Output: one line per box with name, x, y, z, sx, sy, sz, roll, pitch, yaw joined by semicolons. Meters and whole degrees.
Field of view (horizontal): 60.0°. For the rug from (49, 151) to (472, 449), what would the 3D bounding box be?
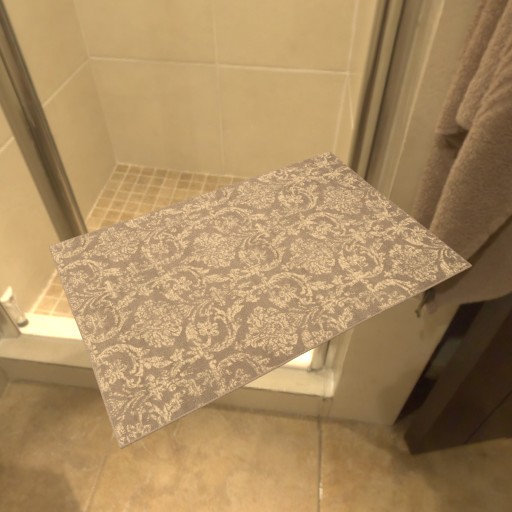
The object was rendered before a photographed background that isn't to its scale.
rug;0.000;0.000;3.436;2.746;0.018;1.819;-22;50;-20
